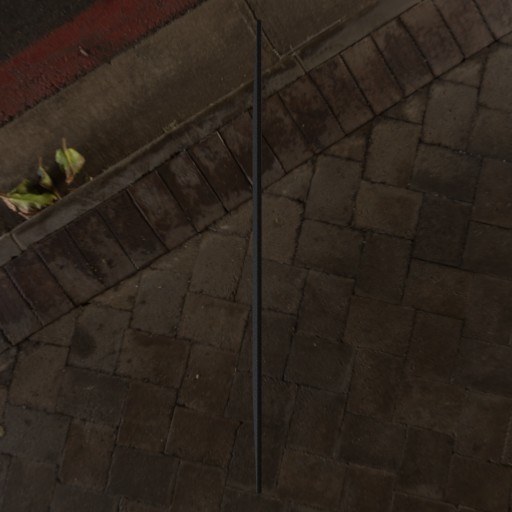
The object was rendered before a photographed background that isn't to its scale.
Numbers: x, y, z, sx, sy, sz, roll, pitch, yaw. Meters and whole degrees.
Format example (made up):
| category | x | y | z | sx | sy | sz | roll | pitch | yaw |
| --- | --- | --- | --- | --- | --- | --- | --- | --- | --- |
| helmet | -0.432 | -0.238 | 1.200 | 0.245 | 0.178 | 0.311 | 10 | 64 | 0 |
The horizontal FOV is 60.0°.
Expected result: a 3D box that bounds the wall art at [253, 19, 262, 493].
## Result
| category | x | y | z | sx | sy | sz | roll | pitch | yaw |
| --- | --- | --- | --- | --- | --- | --- | --- | --- | --- |
| wall art | 0.000 | 0.000 | 1.518 | 0.013 | 0.811 | 1.192 | 0 | 91 | -1 |
